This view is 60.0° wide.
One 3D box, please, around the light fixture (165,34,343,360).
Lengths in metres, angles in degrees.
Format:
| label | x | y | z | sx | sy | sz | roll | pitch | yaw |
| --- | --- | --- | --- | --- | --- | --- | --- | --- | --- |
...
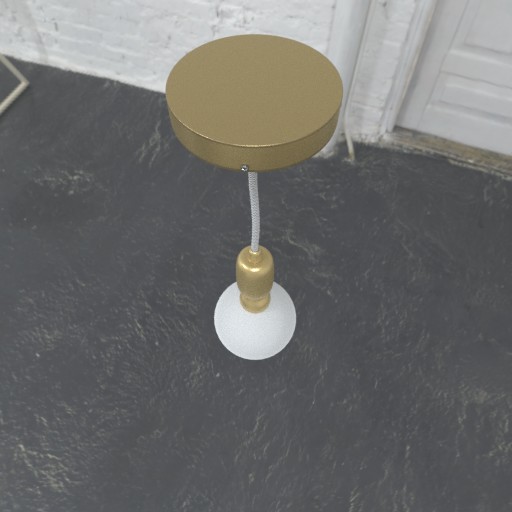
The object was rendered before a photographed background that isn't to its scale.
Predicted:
| label | x | y | z | sx | sy | sz | roll | pitch | yaw |
| --- | --- | --- | --- | --- | --- | --- | --- | --- | --- |
| light fixture | 0.000 | 0.000 | 0.572 | 0.146 | 0.510 | 0.147 | -1 | 57 | -1 |
